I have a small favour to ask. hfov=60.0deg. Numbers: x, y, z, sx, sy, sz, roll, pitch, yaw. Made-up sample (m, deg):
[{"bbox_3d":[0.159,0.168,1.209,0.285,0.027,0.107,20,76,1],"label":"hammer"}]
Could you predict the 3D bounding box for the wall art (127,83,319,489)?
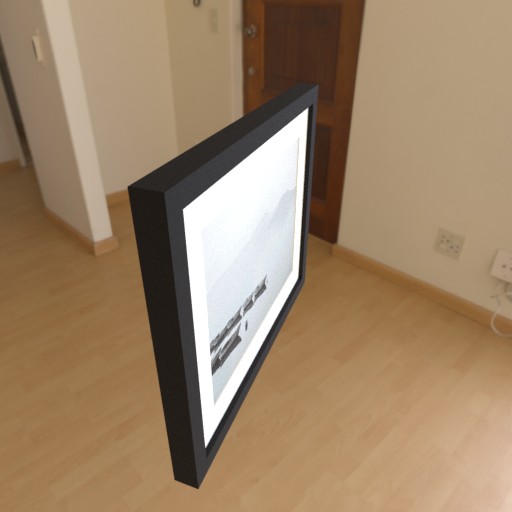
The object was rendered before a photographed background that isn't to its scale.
[{"bbox_3d":[0.000,0.000,0.529,0.028,0.325,0.397,11,33,18],"label":"wall art"}]
